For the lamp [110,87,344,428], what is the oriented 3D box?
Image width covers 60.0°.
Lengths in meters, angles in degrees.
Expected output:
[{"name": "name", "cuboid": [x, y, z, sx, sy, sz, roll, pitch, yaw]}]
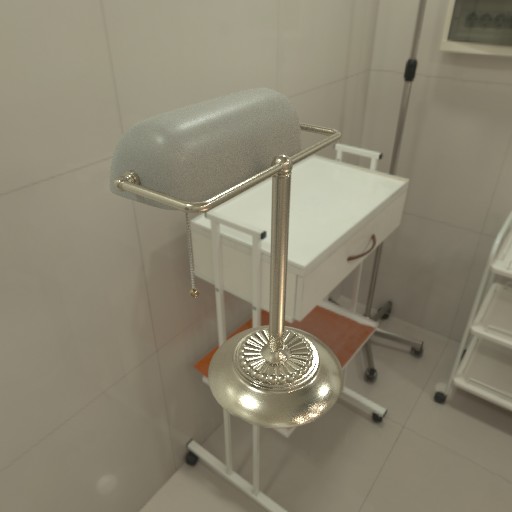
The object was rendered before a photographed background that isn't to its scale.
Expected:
[{"name": "lamp", "cuboid": [0.000, 0.000, 0.517, 0.243, 0.339, 0.264, 21, 38, 30]}]
